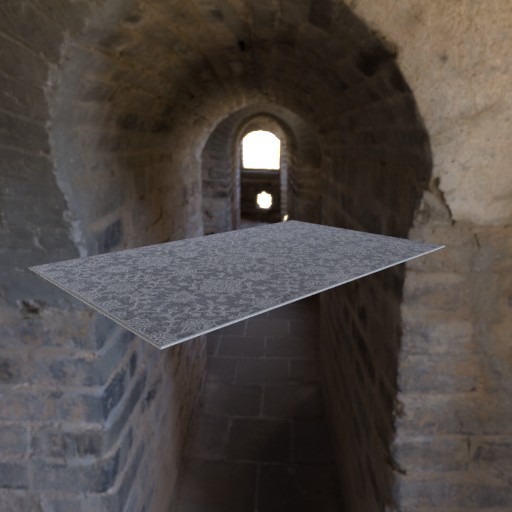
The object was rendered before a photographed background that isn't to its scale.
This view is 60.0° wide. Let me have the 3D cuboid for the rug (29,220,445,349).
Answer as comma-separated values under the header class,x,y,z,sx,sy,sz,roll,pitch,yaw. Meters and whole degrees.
class,x,y,z,sx,sy,sz,roll,pitch,yaw
rug,0.000,0.000,3.011,2.430,0.010,1.515,-13,20,-42
